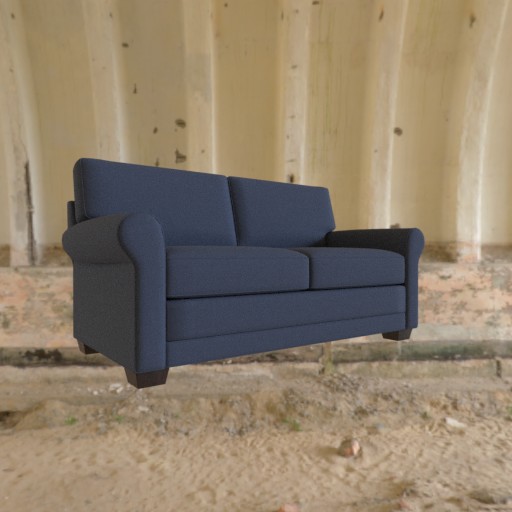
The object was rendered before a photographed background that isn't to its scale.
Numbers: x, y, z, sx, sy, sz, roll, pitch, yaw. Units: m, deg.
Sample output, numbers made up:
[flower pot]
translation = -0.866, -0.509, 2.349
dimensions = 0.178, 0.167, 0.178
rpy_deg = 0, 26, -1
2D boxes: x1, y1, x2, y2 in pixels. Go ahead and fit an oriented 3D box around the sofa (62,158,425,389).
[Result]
[sofa]
translation = 0.000, 0.000, 2.542
dimensions = 1.930, 1.020, 0.940
rpy_deg = 0, 0, -36
